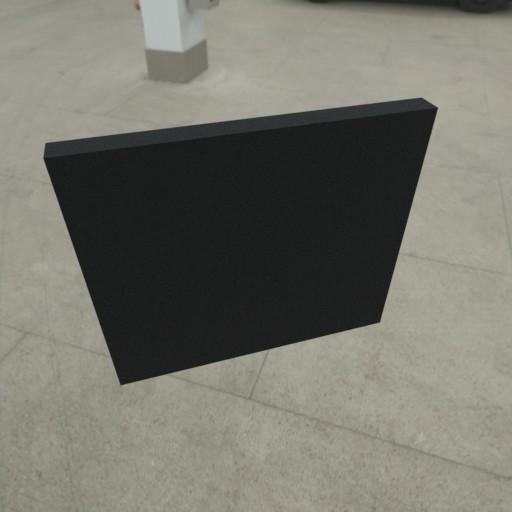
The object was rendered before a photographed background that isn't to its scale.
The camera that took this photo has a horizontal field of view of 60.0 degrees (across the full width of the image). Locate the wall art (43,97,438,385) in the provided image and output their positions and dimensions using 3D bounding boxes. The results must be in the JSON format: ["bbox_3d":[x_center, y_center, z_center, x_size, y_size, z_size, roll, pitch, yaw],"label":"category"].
[{"bbox_3d":[0.000,0.000,0.530,0.381,0.330,0.031,-11,41,-13],"label":"wall art"}]
